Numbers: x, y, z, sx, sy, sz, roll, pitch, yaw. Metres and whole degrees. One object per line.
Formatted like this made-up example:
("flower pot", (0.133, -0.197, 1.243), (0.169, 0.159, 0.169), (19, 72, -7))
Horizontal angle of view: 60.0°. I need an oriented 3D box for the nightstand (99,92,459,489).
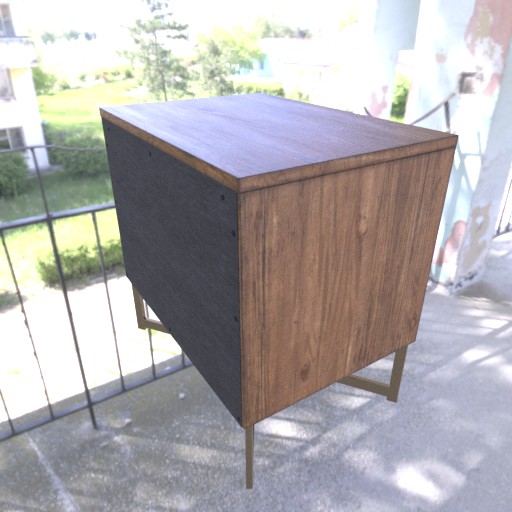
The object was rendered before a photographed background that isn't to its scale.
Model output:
("nightstand", (0.000, 0.000, 1.014), (0.446, 0.610, 0.610), (-17, 32, -29))
